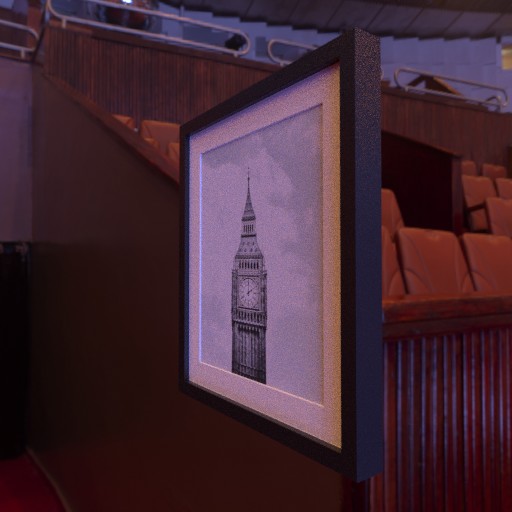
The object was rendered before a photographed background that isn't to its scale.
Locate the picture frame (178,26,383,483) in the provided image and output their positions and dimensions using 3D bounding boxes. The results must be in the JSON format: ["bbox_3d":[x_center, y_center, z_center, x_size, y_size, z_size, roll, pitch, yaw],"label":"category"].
[{"bbox_3d":[0.000,0.000,0.510,0.034,0.378,0.328,1,-2,-36],"label":"picture frame"}]
